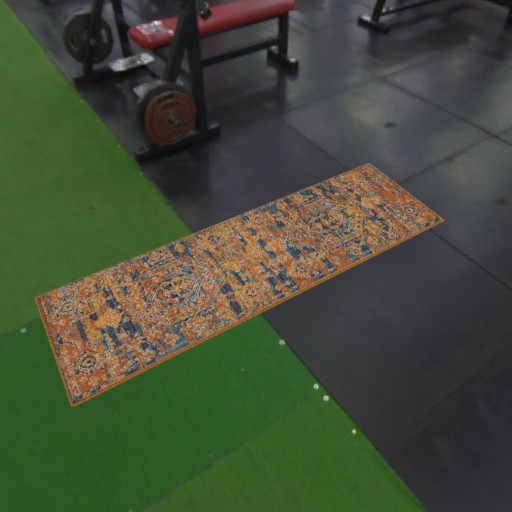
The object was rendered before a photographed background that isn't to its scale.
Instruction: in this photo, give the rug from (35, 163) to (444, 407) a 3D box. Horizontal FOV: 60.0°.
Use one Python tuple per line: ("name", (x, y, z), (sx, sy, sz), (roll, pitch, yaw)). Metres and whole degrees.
("rug", (0.000, 0.000, 2.001), (1.820, 0.013, 0.556), (-24, 52, -21))
